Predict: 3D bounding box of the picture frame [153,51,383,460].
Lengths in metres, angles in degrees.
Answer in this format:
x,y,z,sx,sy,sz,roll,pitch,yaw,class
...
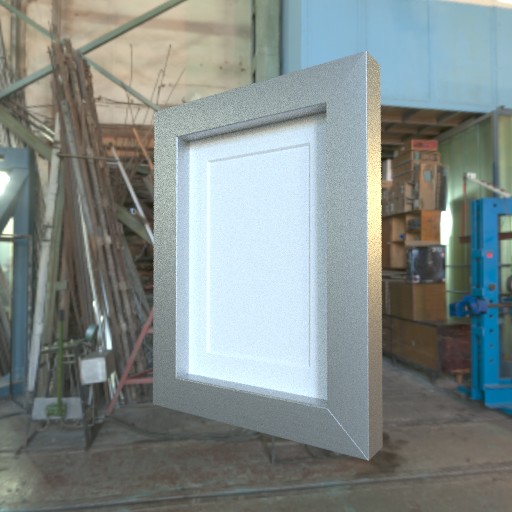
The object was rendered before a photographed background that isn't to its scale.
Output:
x,y,z,sx,sy,sz,roll,pitch,yaw,class
0.000,0.000,0.281,0.157,0.208,0.028,-1,-1,35,picture frame
